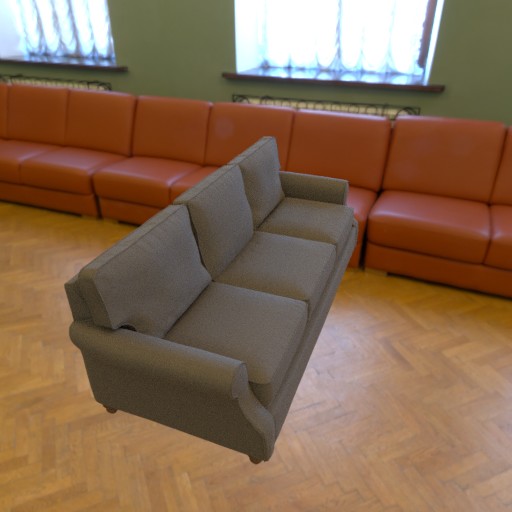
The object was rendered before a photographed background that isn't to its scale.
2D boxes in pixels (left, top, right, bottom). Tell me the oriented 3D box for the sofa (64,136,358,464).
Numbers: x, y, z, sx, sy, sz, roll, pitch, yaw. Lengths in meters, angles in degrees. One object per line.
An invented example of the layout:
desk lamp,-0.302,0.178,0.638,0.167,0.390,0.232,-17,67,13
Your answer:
sofa,0.000,0.000,2.785,0.966,0.948,2.353,11,32,18
